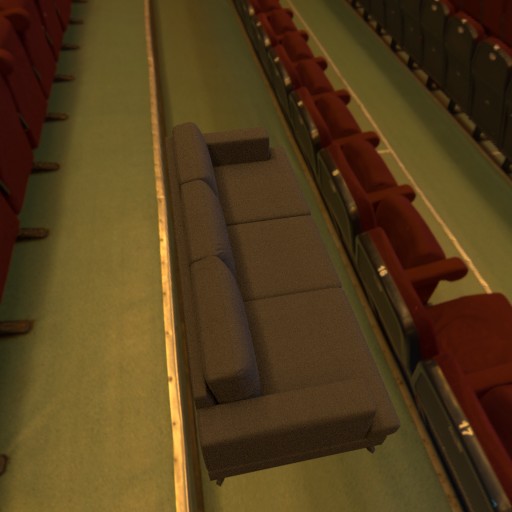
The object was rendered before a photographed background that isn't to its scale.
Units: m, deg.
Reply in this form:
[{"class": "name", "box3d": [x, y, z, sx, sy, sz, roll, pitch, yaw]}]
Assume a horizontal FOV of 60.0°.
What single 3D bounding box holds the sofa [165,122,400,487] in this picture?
[{"class": "sofa", "box3d": [0.000, 0.000, 2.719, 0.920, 0.810, 2.310, -8, 48, -8]}]
